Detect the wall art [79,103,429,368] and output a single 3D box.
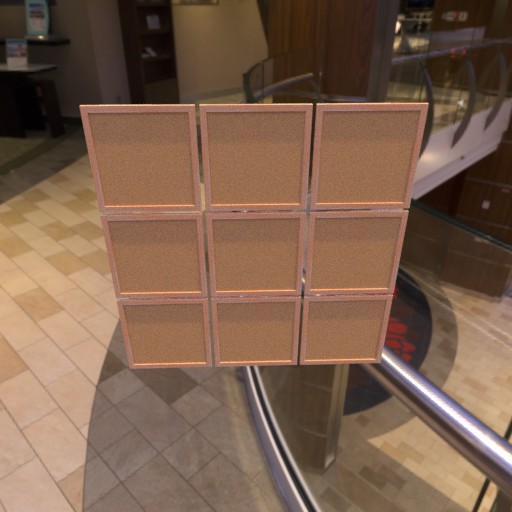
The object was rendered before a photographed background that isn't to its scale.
[{"bbox_3d":[0.000,0.000,1.849,1.216,1.220,0.013,-1,30,-2],"label":"wall art"}]
